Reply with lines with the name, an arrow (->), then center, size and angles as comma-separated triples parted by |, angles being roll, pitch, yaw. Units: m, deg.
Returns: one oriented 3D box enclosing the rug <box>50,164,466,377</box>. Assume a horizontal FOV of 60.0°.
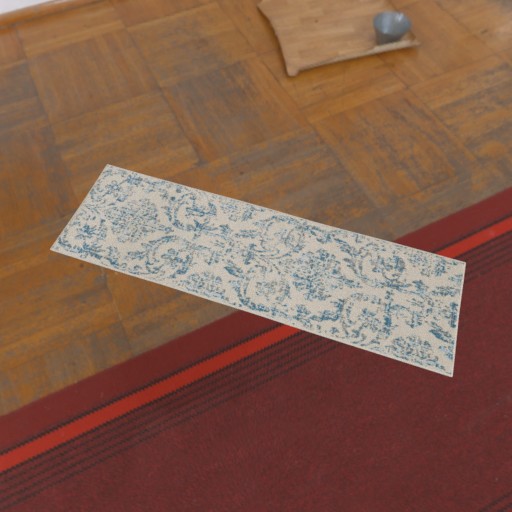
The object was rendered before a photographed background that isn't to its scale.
rug -> 0.000, 0.000, 2.441 | 2.196, 0.011, 0.662 | 16, 61, 9
